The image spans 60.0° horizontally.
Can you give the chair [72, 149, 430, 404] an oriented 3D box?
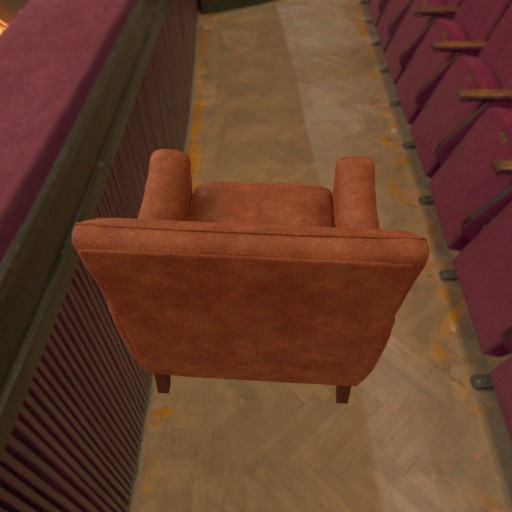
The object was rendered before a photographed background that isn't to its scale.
[{"bbox_3d":[0.000,0.000,1.587,0.870,0.943,0.823,3,48,2],"label":"chair"}]
